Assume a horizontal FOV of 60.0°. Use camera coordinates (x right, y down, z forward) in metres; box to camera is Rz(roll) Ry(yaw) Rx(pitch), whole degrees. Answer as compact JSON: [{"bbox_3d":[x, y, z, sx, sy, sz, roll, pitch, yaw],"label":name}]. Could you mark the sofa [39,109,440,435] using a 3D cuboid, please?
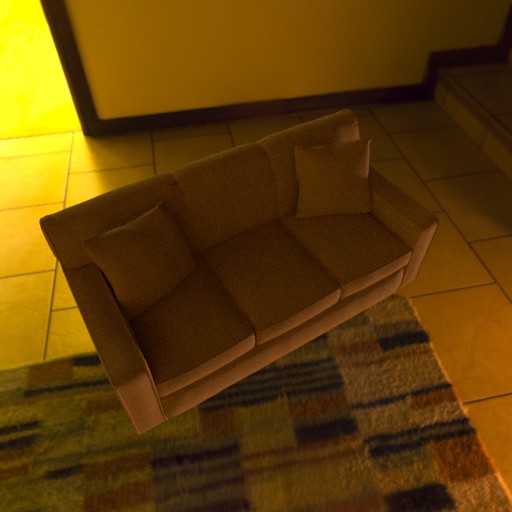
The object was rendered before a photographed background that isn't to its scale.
[{"bbox_3d":[0.000,0.000,2.633,2.024,0.958,0.997,-25,52,-21],"label":"sofa"}]
